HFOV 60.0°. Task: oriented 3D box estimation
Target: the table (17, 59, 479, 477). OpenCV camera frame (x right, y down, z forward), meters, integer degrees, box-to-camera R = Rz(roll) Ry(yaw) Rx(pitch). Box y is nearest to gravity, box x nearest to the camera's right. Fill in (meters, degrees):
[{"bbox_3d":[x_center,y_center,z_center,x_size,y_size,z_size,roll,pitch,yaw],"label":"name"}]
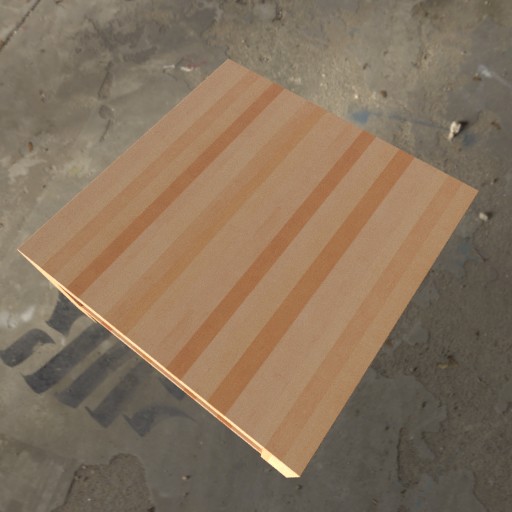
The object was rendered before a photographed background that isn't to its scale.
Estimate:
[{"bbox_3d":[0.000,0.000,1.408,0.900,0.450,0.900,34,68,16],"label":"table"}]
